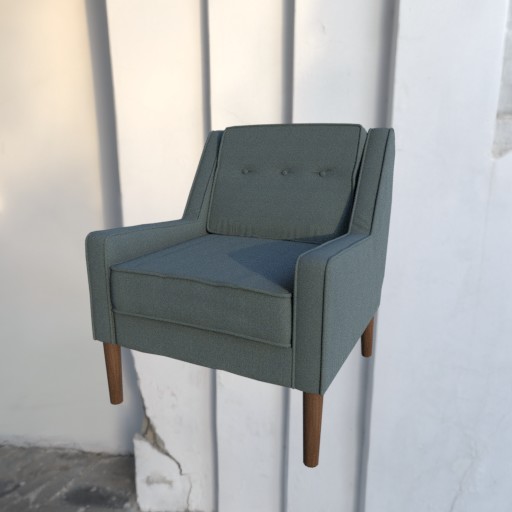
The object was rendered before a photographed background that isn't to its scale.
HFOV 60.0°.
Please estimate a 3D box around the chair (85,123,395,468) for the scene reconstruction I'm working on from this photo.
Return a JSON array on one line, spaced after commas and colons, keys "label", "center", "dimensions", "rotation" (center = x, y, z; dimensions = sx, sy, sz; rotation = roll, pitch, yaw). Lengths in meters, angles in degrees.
[{"label": "chair", "center": [0.000, 0.000, 1.325], "dimensions": [0.663, 0.780, 0.733], "rotation": [7, 16, 25]}]
